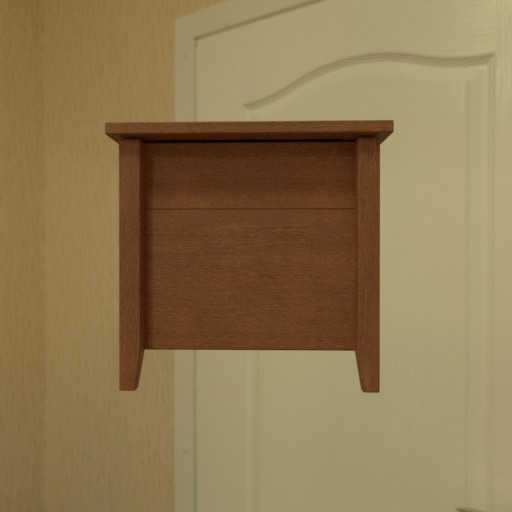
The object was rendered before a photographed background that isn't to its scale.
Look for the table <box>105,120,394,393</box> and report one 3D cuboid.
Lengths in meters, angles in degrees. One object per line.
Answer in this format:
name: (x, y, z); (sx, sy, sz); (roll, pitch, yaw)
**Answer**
table: (0.000, 0.000, 1.247); (0.483, 0.457, 1.016); (0, 0, 2)
